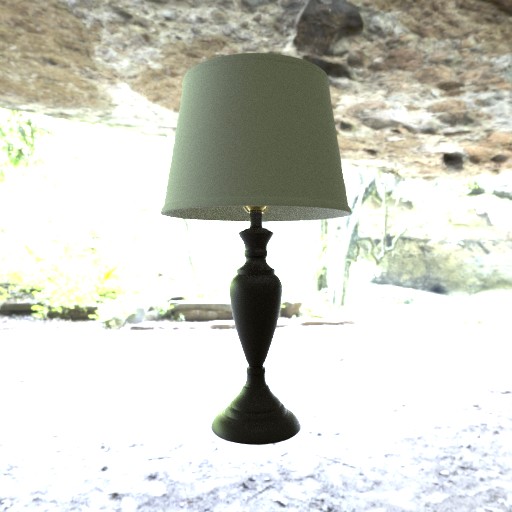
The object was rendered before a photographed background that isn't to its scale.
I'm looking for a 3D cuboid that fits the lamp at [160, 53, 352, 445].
[{"bbox_3d":[0.000,0.000,0.794,0.335,0.611,0.335,0,0,0],"label":"lamp"}]
